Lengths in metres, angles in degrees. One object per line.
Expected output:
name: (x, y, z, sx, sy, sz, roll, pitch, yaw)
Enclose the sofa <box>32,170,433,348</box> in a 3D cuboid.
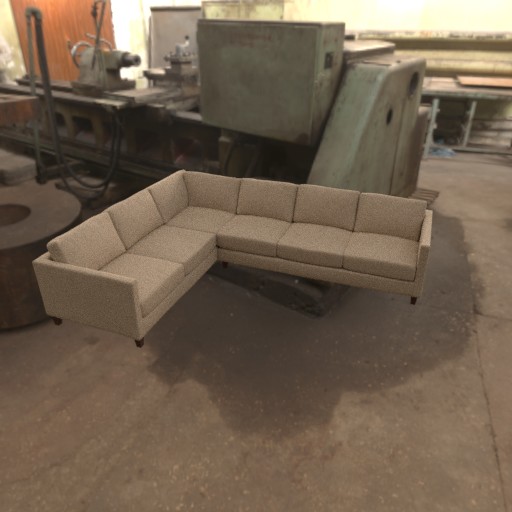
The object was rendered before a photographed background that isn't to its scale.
sofa: (0.000, 0.000, 4.384, 3.182, 0.863, 2.432, 10, 30, 18)
